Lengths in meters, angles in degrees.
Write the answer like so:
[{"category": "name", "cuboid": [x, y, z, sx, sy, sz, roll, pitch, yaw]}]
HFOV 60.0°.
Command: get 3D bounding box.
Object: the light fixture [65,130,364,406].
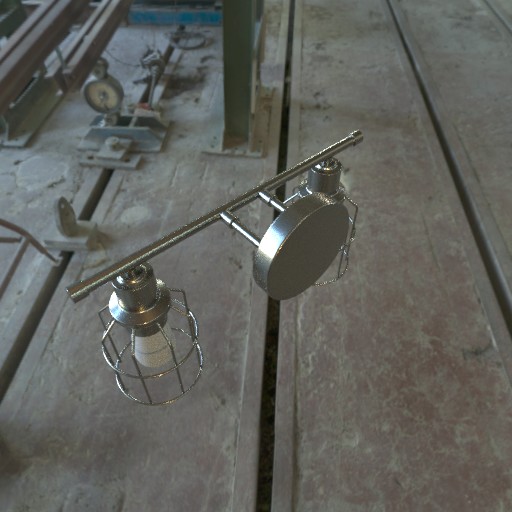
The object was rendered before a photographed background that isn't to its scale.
[{"category": "light fixture", "cuboid": [0.000, 0.000, 0.533, 0.406, 0.254, 0.165, -33, 55, -27]}]
